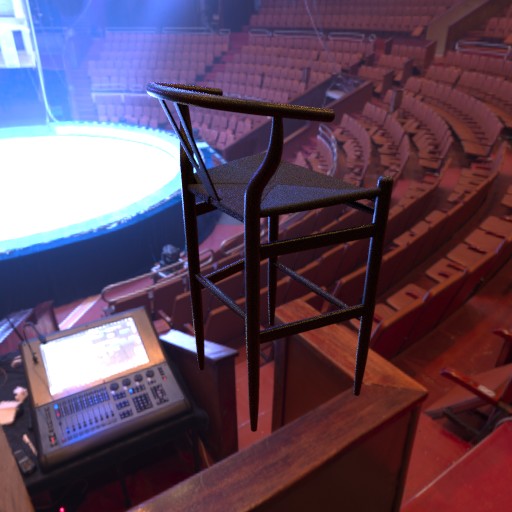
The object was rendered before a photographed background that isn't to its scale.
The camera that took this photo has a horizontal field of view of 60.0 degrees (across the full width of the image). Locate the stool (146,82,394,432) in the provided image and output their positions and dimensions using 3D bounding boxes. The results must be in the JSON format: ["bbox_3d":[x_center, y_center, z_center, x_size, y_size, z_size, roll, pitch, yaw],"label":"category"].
[{"bbox_3d":[0.000,0.000,1.444,0.579,1.072,0.569,-17,32,-30],"label":"stool"}]
